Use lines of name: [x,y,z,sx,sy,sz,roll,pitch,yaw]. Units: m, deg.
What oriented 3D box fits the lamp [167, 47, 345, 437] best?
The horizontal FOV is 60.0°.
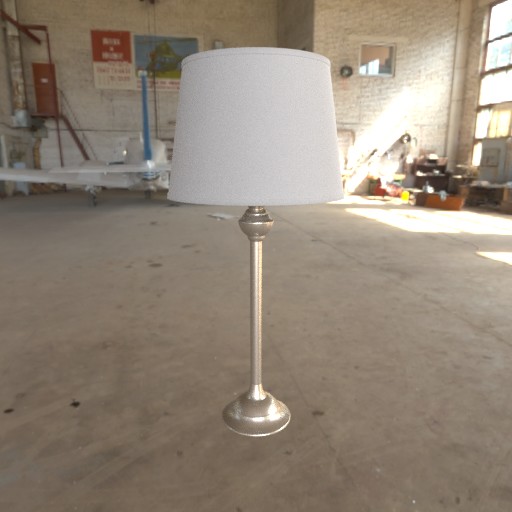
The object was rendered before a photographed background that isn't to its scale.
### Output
lamp: [0.000,0.000,0.866,0.331,0.698,0.331,0,13,0]
